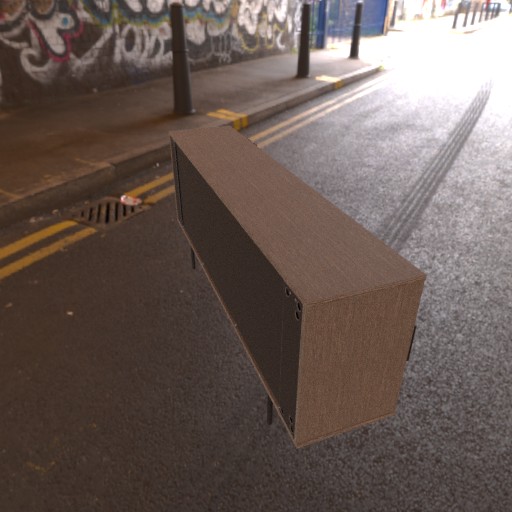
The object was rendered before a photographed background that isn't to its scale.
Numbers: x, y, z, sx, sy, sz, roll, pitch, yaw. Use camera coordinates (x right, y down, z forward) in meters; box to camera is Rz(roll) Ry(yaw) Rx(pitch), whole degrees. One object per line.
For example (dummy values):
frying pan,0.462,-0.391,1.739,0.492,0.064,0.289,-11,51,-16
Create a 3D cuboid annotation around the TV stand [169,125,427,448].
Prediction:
TV stand,0.000,0.000,2.114,0.405,0.787,1.804,-11,32,-18
